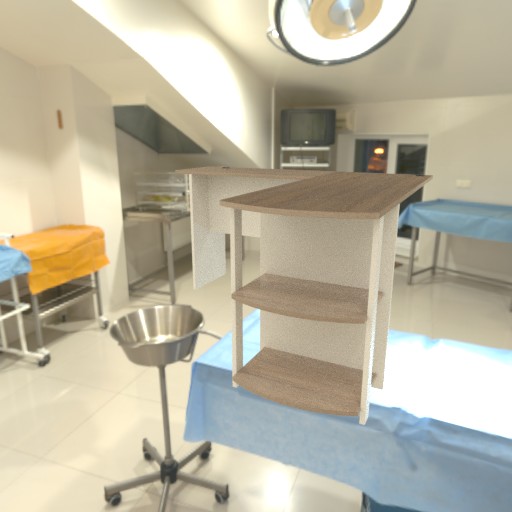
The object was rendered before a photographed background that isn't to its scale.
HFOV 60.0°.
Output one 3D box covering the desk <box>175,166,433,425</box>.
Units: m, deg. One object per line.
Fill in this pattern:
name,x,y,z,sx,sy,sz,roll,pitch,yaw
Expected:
desk,0.000,0.000,2.101,1.361,0.716,1.303,8,17,26
